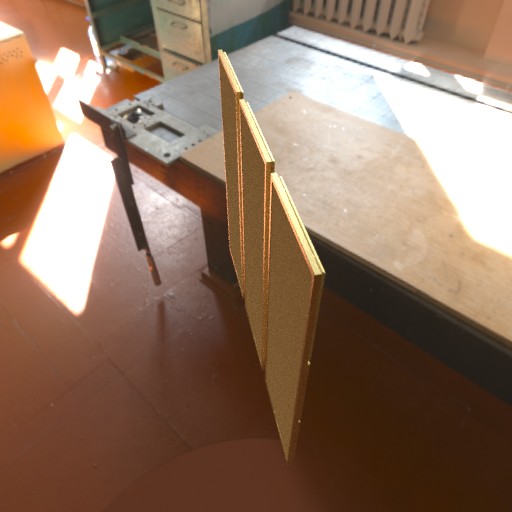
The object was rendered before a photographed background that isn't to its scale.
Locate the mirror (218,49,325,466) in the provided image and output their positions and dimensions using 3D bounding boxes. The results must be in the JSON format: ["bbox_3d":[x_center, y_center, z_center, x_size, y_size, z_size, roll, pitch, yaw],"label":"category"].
[{"bbox_3d":[0.000,0.000,1.443,0.023,0.926,1.011,-9,47,-9],"label":"mirror"}]
